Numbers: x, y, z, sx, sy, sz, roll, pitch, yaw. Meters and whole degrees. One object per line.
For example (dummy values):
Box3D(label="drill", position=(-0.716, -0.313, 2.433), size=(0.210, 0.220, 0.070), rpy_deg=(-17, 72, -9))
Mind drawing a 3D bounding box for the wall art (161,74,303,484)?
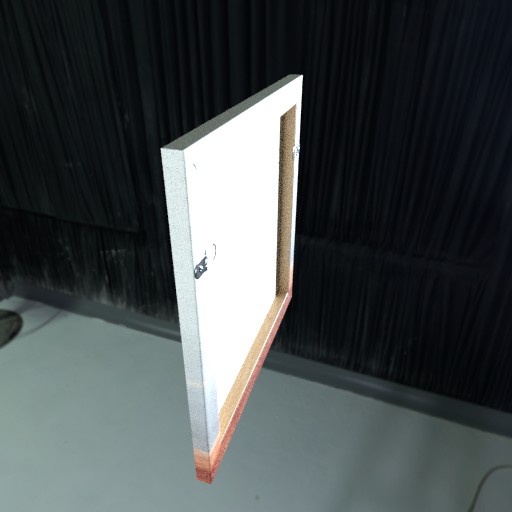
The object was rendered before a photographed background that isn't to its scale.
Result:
Box3D(label="wall art", position=(0.000, 0.000, 1.122), size=(0.042, 0.760, 0.760), rpy_deg=(9, 31, 15))
